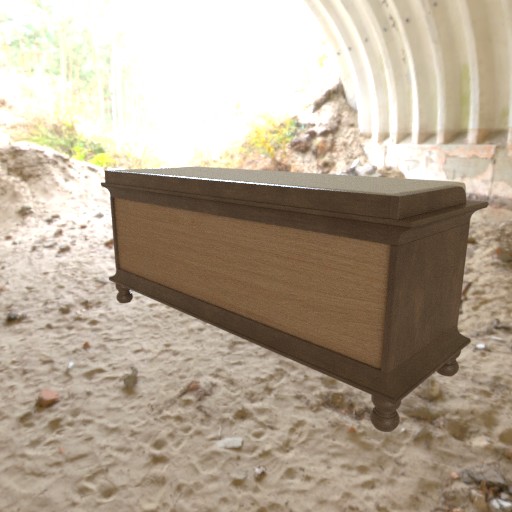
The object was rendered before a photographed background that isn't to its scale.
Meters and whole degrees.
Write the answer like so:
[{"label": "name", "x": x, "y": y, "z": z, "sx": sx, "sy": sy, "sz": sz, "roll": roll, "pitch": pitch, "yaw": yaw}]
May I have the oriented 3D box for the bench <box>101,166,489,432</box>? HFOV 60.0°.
[{"label": "bench", "x": 0.000, "y": 0.000, "z": 1.385, "sx": 1.185, "sy": 0.501, "sz": 0.402, "roll": 14, "pitch": 20, "yaw": 43}]
